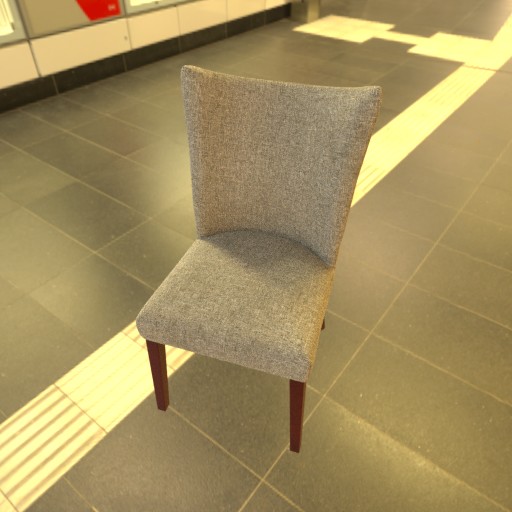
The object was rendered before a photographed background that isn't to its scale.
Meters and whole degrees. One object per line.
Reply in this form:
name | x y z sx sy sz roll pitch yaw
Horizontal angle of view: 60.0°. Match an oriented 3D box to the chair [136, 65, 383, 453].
chair | 0.000 0.000 1.299 0.535 0.924 0.623 12 42 14
